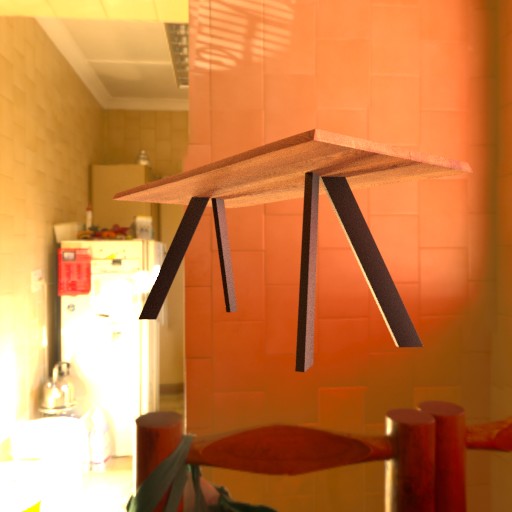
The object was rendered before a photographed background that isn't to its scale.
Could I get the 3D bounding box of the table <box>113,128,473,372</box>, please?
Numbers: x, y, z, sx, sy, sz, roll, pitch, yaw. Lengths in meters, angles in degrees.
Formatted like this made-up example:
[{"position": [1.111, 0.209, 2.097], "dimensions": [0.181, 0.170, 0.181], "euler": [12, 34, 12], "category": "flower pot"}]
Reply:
[{"position": [0.000, 0.000, 2.286], "dimensions": [0.900, 0.770, 1.800], "euler": [0, 1, -36], "category": "table"}]
